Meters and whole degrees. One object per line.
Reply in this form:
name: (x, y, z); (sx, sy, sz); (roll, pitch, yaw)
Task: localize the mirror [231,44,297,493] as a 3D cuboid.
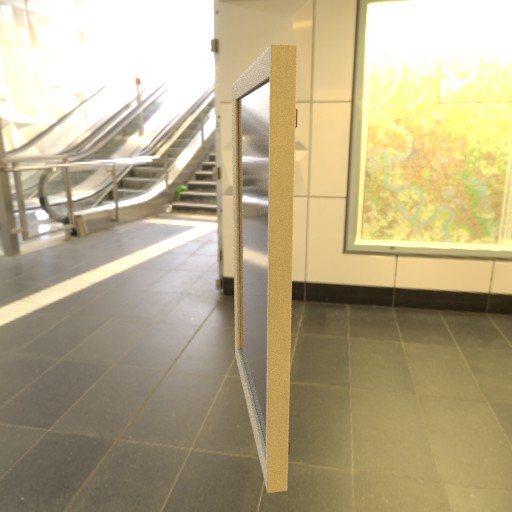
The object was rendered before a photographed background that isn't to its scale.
mirror: (0.000, 0.000, 0.916); (0.040, 0.710, 0.507); (-2, 16, -9)
